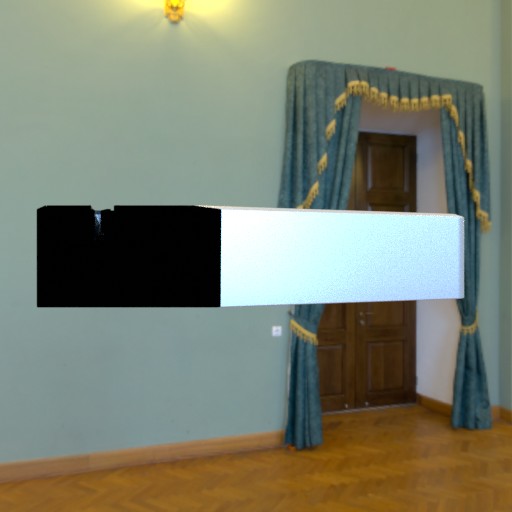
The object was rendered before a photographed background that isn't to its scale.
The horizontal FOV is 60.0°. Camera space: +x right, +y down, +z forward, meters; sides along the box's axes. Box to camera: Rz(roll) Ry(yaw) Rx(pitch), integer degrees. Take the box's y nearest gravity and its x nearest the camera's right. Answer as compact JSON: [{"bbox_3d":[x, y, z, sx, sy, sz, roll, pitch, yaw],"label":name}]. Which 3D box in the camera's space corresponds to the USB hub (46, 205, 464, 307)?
[{"bbox_3d":[0.000,0.000,0.126,0.110,0.023,0.044,0,0,-17],"label":"USB hub"}]
